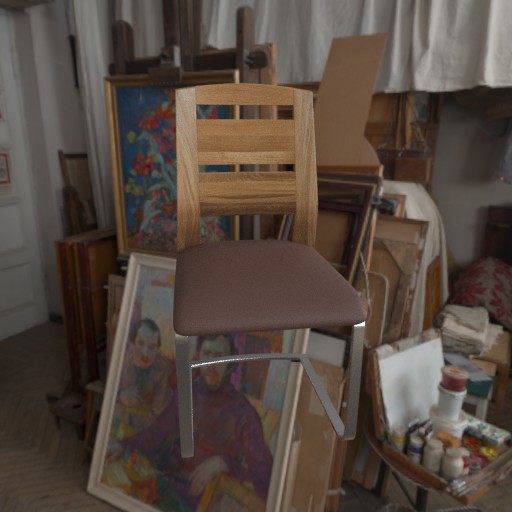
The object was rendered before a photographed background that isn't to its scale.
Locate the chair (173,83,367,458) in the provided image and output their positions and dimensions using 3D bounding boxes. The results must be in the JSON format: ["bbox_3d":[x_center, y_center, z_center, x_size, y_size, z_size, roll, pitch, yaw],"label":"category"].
[{"bbox_3d":[0.000,0.000,1.265,0.460,0.970,0.570,-2,16,-8],"label":"chair"}]
